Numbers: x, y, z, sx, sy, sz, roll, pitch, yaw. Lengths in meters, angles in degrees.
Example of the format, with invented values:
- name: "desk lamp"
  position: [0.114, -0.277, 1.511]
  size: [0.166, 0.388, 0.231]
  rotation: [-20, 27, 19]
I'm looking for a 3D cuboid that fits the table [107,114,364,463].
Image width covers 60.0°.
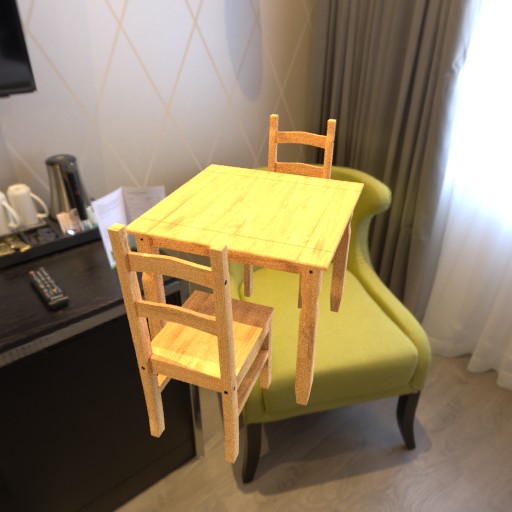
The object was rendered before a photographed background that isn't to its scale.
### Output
- name: "table"
  position: [0.000, 0.000, 2.073]
  size: [0.813, 0.942, 1.501]
  rotation: [11, 32, 17]
